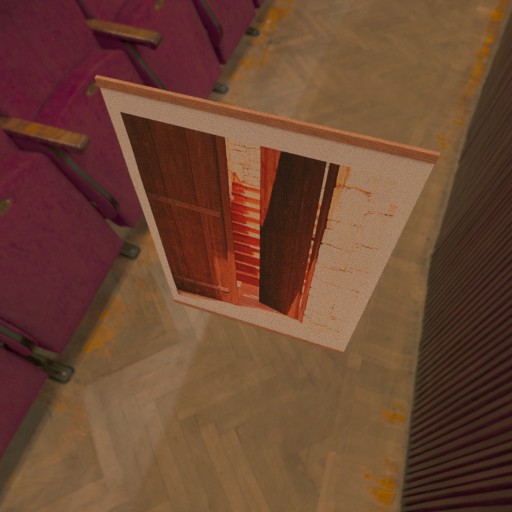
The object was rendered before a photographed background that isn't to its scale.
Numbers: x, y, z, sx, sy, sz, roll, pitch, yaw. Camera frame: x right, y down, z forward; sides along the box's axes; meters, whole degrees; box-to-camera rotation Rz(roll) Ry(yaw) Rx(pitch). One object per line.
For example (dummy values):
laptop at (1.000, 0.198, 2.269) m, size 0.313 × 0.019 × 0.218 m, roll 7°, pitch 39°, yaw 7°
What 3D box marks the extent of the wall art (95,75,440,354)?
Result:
wall art at (0.000, 0.000, 1.893) m, size 1.019 × 1.527 × 0.019 m, roll 16°, pitch 59°, yaw 10°
